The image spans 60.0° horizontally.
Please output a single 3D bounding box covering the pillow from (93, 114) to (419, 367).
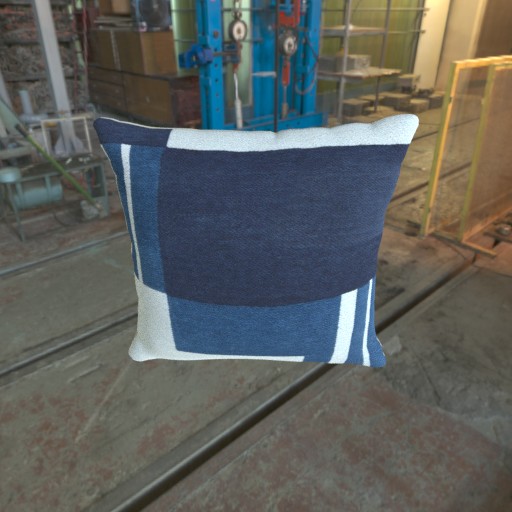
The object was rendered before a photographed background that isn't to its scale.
[{"bbox_3d":[0.000,0.000,0.809,0.536,0.506,0.229,1,29,2],"label":"pillow"}]
